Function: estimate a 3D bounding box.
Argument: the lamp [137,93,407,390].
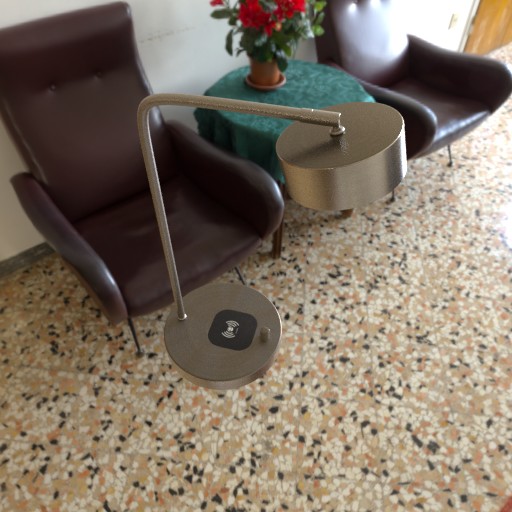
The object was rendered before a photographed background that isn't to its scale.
[{"bbox_3d":[0.000,0.000,0.636,0.334,0.469,0.211,12,48,11],"label":"lamp"}]
